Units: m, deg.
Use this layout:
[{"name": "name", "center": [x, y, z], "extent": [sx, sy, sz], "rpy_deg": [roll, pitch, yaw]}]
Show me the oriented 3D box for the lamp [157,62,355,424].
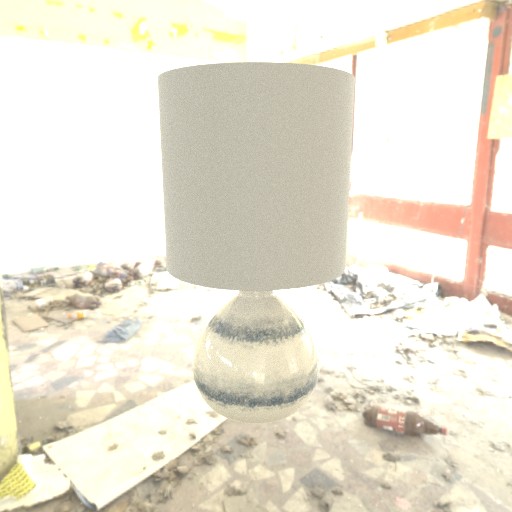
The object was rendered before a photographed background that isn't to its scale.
[{"name": "lamp", "center": [0.000, 0.000, 0.543], "extent": [0.216, 0.404, 0.216], "rpy_deg": [-2, 13, -9]}]
